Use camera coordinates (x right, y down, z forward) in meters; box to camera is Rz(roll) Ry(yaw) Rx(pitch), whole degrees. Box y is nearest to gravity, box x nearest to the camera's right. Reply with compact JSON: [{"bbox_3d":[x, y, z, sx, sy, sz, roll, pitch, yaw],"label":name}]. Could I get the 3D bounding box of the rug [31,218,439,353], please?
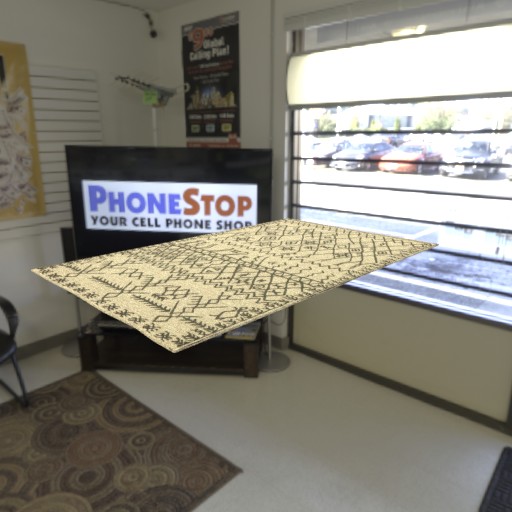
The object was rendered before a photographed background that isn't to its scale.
[{"bbox_3d":[0.000,0.000,3.077,1.530,0.012,2.444,15,21,43],"label":"rug"}]
